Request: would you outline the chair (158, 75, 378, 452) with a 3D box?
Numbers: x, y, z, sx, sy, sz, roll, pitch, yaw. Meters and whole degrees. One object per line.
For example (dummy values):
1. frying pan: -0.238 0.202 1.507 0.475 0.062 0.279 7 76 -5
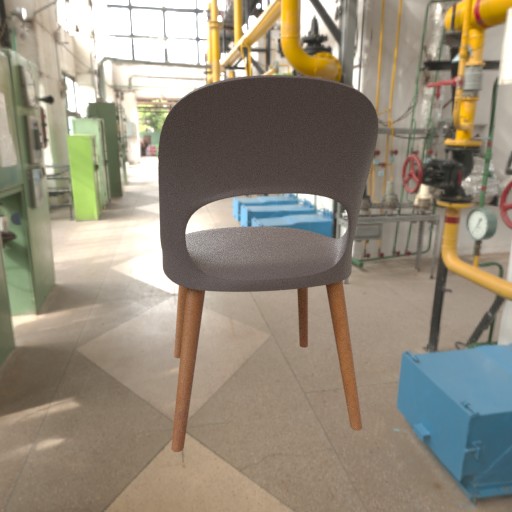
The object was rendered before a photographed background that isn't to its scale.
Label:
1. chair: 0.000 0.000 1.129 0.470 0.794 0.556 -3 16 -10
